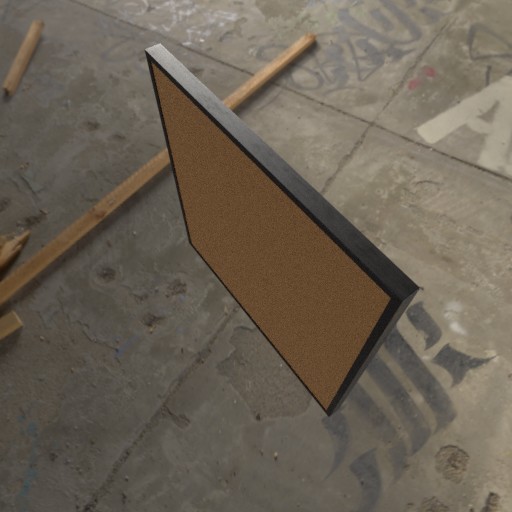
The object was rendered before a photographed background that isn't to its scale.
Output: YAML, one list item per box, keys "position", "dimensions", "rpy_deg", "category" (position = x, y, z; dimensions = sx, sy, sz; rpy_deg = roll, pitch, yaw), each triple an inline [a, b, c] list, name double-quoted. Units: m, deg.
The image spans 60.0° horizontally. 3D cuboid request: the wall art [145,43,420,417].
- position: [0.000, 0.000, 1.136]
  dimensions: [0.039, 0.763, 0.763]
  rpy_deg: [-32, 63, -18]
  category: "wall art"
